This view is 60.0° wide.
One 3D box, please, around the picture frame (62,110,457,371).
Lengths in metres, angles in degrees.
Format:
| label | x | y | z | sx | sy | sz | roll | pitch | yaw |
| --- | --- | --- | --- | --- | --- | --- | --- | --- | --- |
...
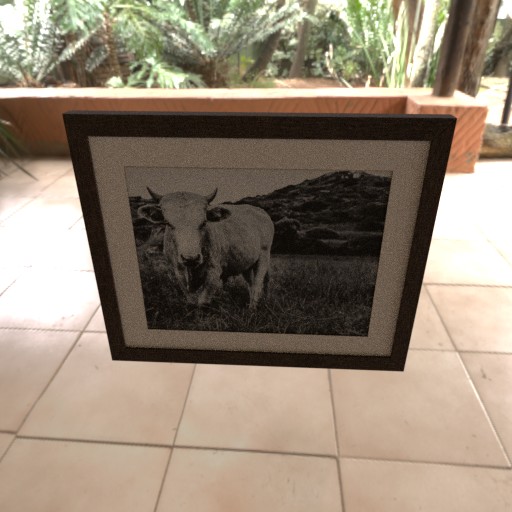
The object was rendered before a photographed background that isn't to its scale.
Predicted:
| label | x | y | z | sx | sy | sz | roll | pitch | yaw |
| --- | --- | --- | --- | --- | --- | --- | --- | --- | --- |
| picture frame | 0.000 | 0.000 | 0.732 | 0.546 | 0.455 | 0.026 | 1 | 29 | 3 |
